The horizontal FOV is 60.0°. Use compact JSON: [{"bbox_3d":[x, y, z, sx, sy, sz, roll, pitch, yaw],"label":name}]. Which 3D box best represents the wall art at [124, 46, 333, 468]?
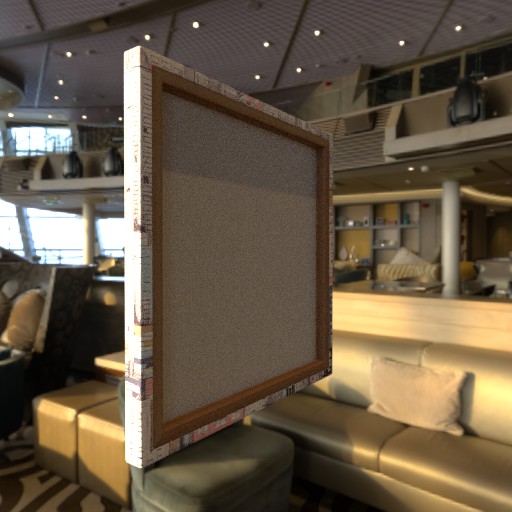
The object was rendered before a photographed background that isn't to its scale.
[{"bbox_3d":[0.000,0.000,0.888,0.038,0.608,0.607,1,1,36],"label":"wall art"}]
